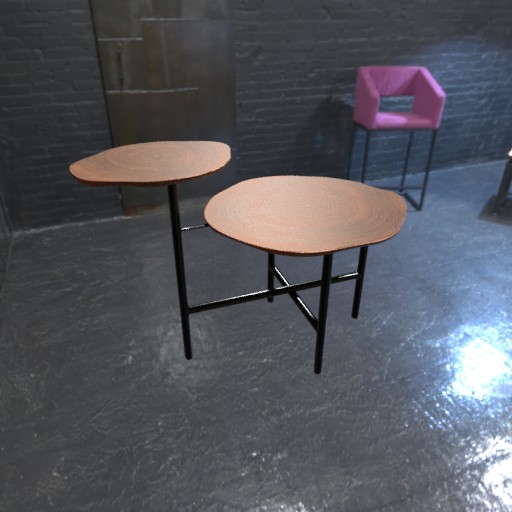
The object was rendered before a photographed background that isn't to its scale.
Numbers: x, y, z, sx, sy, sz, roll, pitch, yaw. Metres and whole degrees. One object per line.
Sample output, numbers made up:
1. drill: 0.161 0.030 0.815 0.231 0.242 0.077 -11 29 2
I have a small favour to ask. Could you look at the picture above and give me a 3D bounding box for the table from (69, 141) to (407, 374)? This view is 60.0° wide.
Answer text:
1. table: 0.000 0.000 1.092 0.759 0.538 0.442 -10 31 -17
